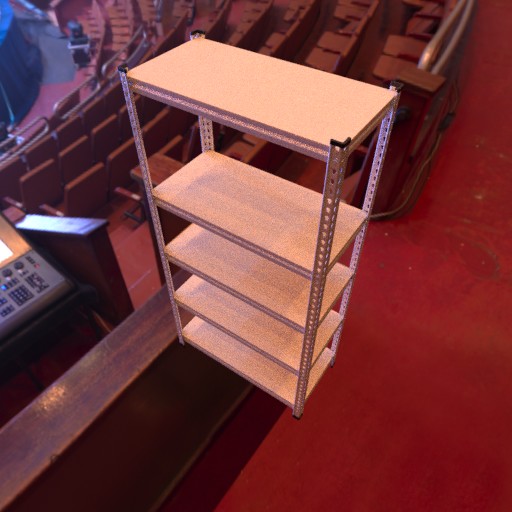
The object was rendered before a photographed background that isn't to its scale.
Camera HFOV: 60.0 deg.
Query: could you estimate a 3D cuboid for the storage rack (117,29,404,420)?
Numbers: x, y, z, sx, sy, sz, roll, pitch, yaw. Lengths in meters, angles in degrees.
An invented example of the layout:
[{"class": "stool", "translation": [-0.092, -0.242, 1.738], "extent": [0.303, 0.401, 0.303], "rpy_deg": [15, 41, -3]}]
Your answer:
[{"class": "storage rack", "translation": [0.000, 0.000, 2.212], "extent": [0.914, 1.829, 0.457], "rpy_deg": [26, 52, 23]}]
